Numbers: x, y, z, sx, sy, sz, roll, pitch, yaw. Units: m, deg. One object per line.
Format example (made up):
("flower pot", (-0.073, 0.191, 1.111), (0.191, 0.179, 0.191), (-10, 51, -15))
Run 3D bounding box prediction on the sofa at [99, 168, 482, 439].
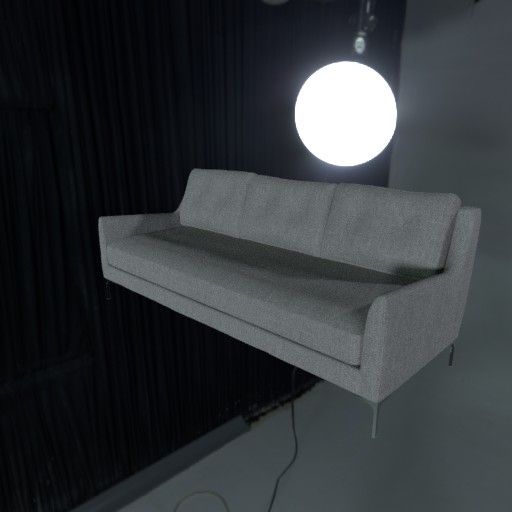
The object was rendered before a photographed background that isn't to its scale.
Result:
("sofa", (0.000, 0.000, 2.476), (2.060, 0.837, 0.849), (15, 22, 42))
